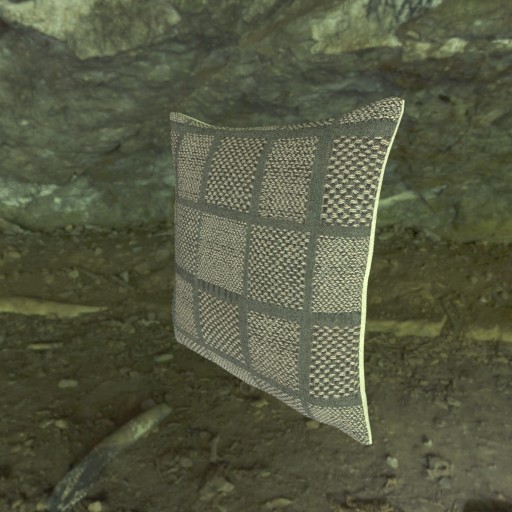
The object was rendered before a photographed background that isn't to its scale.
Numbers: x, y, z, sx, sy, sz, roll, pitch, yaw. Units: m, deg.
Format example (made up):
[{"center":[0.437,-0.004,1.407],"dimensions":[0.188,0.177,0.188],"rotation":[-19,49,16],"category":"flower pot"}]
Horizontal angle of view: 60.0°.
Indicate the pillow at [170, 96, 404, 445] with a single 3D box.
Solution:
[{"center":[0.000,0.000,0.671],"dimensions":[0.138,0.432,0.435],"rotation":[-14,20,-42],"category":"pillow"}]
